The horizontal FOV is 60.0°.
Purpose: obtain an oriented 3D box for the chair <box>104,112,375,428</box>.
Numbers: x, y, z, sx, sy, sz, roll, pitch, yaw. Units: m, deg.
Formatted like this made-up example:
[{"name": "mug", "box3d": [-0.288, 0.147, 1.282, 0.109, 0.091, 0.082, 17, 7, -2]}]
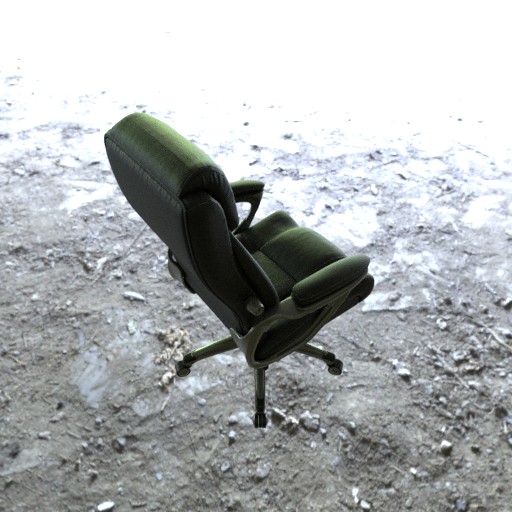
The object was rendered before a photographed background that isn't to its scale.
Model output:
[{"name": "chair", "box3d": [0.000, 0.000, 1.662, 0.784, 1.167, 0.741, -26, 48, -27]}]
